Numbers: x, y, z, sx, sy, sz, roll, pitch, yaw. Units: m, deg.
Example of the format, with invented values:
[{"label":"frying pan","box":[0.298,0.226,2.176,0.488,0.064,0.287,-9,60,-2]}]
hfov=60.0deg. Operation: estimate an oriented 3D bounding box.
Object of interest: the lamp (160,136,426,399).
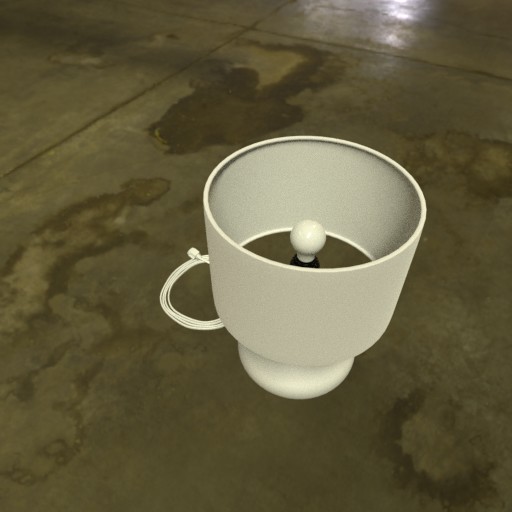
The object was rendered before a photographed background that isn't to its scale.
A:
[{"label":"lamp","box":[0.000,0.000,0.849,0.401,0.457,0.546,-11,46,-11]}]
